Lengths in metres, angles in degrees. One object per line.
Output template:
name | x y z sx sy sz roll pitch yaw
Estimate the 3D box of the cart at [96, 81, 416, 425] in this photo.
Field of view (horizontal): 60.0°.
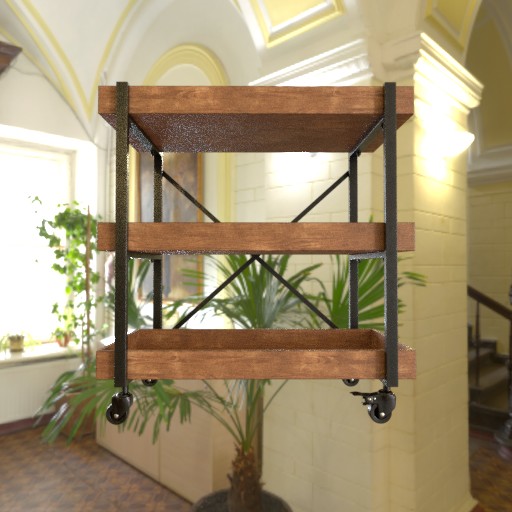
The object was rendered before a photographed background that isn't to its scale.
cart | 0.000 0.000 1.225 0.750 0.800 0.411 0 -1 0
